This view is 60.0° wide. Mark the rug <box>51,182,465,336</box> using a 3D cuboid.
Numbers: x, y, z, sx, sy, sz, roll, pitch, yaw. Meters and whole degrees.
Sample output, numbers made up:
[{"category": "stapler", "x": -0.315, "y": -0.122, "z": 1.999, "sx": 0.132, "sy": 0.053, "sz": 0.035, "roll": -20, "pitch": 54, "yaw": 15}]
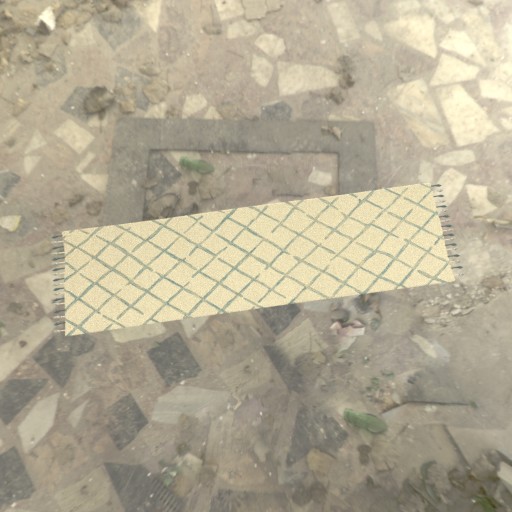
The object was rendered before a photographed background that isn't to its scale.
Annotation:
[{"category": "rug", "x": 0.000, "y": 0.000, "z": 2.596, "sx": 2.372, "sy": 0.008, "sz": 0.620, "roll": -8, "pitch": 76, "yaw": -2}]
